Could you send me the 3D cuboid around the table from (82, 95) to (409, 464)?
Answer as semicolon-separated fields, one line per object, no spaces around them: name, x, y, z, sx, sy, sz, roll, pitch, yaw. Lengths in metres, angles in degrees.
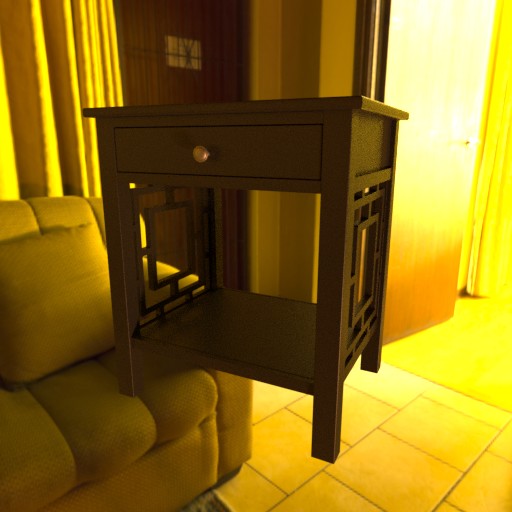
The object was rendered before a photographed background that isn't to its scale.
table;0.000;0.000;1.030;0.564;0.646;0.451;7;16;26
